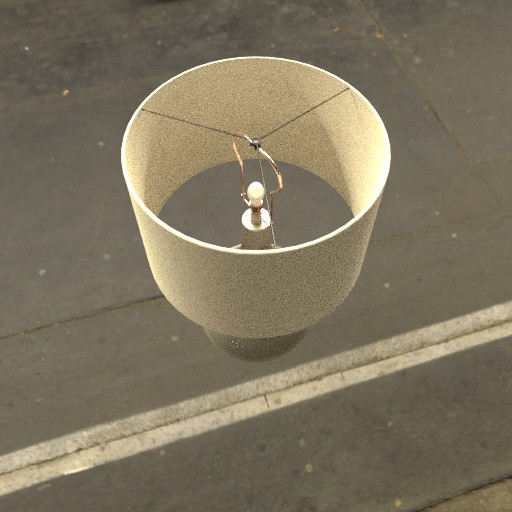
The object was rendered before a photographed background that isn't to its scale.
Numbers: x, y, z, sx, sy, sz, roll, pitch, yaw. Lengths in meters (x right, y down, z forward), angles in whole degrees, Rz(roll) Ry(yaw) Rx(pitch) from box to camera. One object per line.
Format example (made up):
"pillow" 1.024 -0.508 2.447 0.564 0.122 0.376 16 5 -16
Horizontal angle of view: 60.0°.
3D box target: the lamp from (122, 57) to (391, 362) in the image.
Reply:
"lamp" 0.000 0.000 0.733 0.330 0.521 0.330 0 59 0
